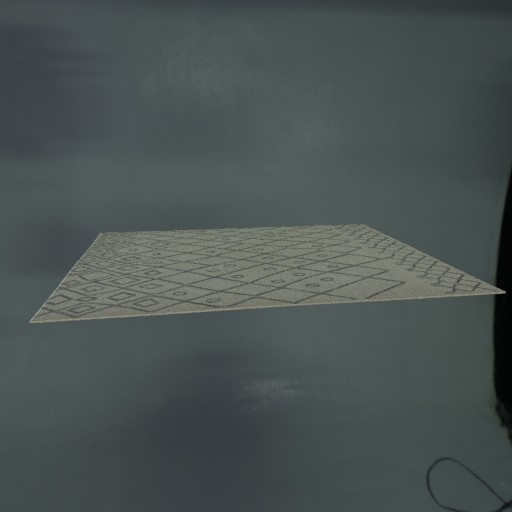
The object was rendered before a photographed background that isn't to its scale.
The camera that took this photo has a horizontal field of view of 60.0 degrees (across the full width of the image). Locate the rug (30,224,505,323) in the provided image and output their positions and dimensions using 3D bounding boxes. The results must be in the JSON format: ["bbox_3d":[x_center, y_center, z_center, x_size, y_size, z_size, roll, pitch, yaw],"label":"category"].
[{"bbox_3d":[0.000,0.000,3.943,3.046,0.015,2.446,-3,15,-9],"label":"rug"}]
